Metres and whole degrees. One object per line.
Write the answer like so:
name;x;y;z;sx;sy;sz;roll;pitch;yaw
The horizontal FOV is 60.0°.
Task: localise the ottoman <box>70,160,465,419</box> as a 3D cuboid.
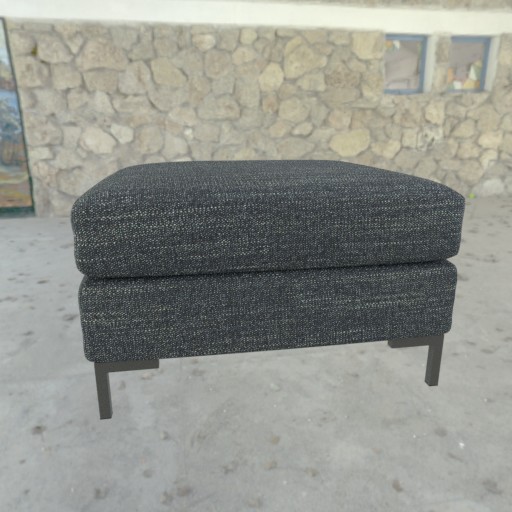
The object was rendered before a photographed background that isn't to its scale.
ottoman;0.000;0.000;1.207;0.814;0.491;0.667;-3;16;-9
